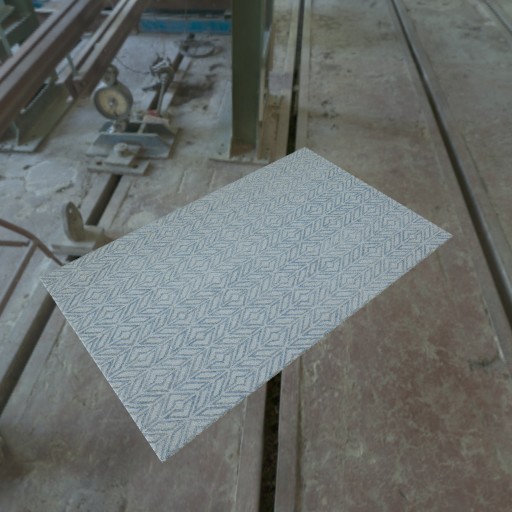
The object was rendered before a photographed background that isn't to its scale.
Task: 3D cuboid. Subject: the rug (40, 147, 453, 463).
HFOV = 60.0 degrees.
[{"bbox_3d":[0.000,0.000,3.059,2.441,0.008,1.526,-31,54,-27],"label":"rug"}]
